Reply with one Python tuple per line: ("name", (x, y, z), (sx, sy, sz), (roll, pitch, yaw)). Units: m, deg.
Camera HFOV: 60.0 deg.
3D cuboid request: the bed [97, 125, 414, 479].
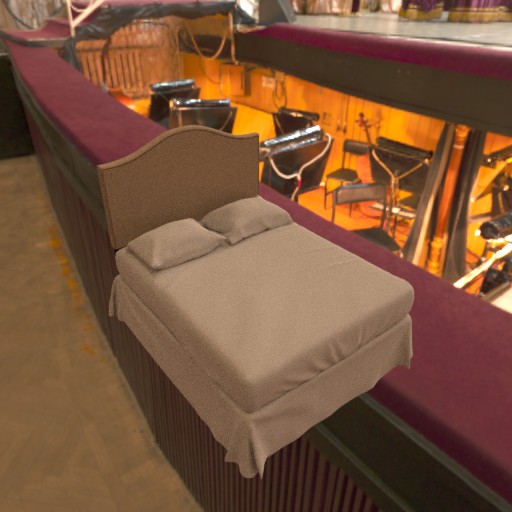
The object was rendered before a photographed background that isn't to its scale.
("bed", (0.000, 0.000, 3.539), (1.876, 1.645, 2.221), (-22, 37, -32))
